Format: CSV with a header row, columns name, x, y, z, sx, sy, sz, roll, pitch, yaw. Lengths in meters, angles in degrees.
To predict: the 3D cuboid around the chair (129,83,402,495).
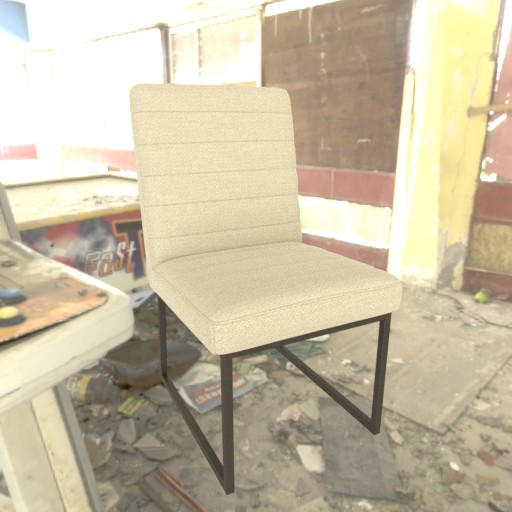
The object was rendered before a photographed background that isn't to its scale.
name,x,y,z,sx,sy,sz,roll,pitch,yaw
chair,0.000,0.000,1.242,0.520,0.930,0.634,-9,19,-26
